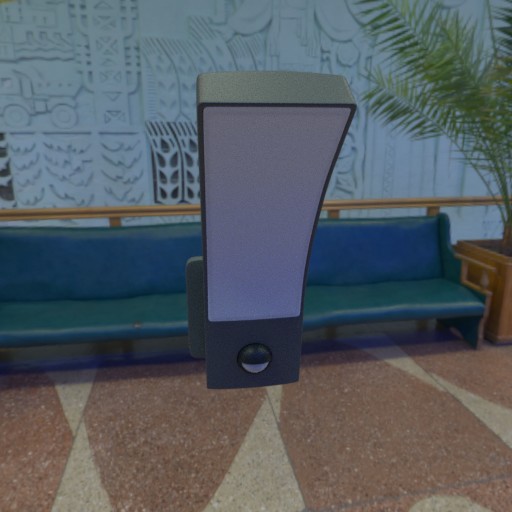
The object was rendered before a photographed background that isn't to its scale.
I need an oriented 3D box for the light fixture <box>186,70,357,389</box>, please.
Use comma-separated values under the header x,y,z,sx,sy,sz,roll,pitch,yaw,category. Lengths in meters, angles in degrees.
x,y,z,sx,sy,sz,roll,pitch,yaw,category
0.000,0.000,0.333,0.108,0.243,0.174,-2,16,-8,light fixture
